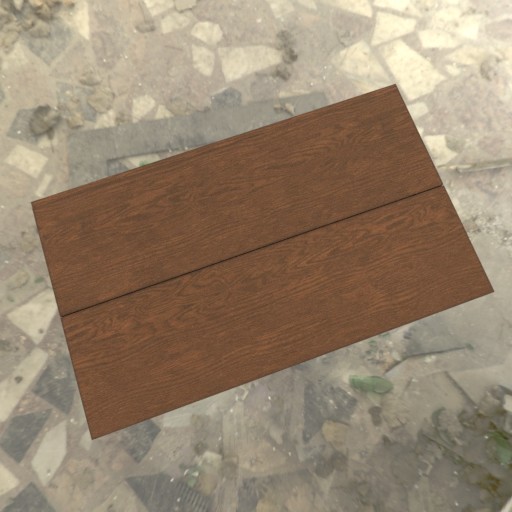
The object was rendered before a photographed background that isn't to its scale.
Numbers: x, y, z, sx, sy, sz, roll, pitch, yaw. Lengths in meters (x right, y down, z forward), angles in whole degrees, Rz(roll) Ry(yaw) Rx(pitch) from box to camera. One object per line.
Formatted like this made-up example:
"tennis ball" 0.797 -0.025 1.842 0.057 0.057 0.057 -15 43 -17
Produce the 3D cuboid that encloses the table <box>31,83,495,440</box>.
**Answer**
"table" 0.000 0.000 1.451 1.167 0.361 0.719 -19 78 -4
